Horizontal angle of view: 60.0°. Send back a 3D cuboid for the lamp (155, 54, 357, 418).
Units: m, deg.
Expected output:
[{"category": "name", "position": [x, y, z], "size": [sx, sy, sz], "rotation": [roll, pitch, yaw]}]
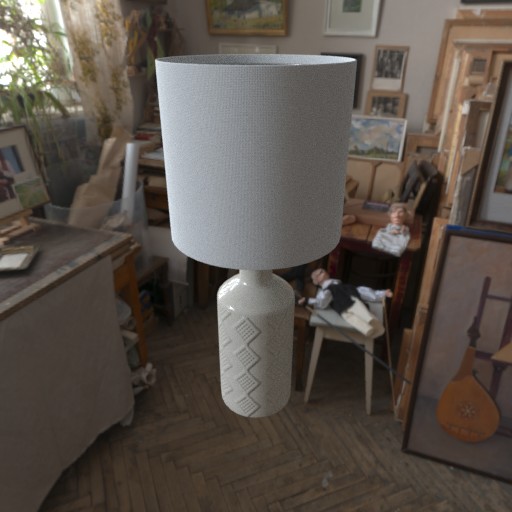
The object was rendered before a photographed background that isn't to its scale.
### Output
[{"category": "lamp", "position": [0.000, 0.000, 0.566], "size": [0.207, 0.461, 0.207], "rotation": [-7, 28, -14]}]
